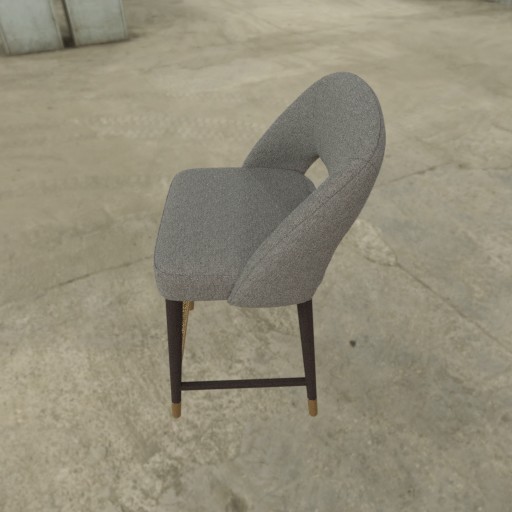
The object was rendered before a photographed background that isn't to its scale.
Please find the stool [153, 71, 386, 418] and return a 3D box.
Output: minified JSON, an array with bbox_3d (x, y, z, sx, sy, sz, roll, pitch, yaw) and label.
[{"bbox_3d":[0.000,0.000,1.239,0.524,0.925,0.536,-1,41,-1],"label":"stool"}]
